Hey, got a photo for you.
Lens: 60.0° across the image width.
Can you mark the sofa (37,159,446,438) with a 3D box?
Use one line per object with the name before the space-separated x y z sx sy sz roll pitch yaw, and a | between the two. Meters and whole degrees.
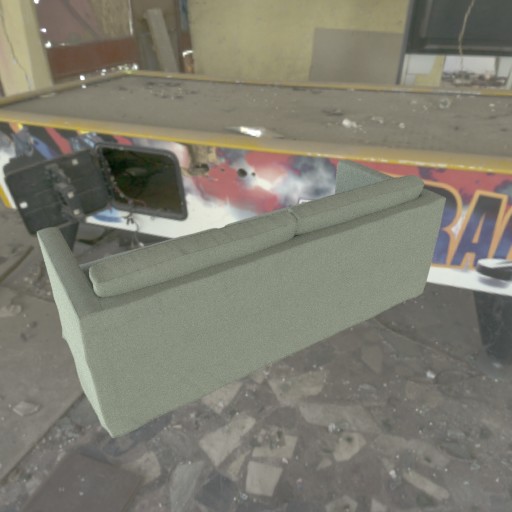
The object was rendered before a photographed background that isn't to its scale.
sofa | 0.000 0.000 2.758 2.312 0.853 0.962 -18 35 -28
